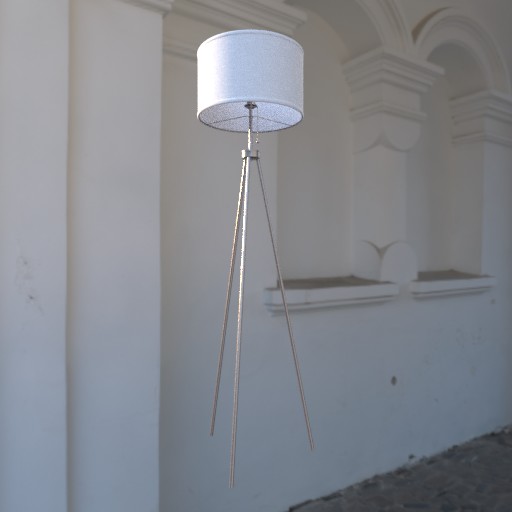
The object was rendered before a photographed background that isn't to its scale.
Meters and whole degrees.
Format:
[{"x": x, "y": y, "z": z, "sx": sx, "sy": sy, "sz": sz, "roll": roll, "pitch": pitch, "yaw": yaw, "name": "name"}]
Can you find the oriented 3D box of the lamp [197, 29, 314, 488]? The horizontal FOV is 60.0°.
[{"x": 0.000, "y": 0.000, "z": 1.732, "sx": 0.458, "sy": 1.545, "sz": 0.448, "roll": 0, "pitch": 0, "yaw": -18, "name": "lamp"}]
